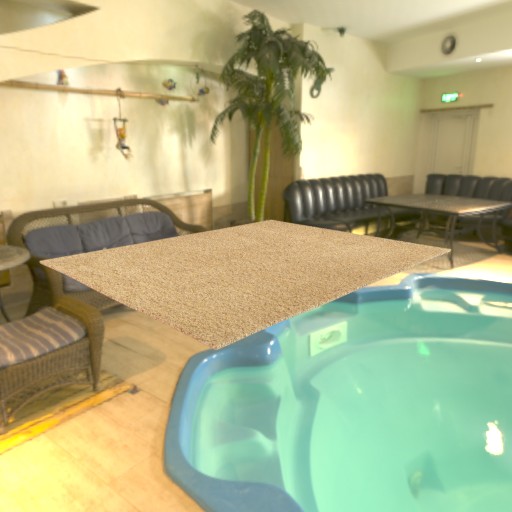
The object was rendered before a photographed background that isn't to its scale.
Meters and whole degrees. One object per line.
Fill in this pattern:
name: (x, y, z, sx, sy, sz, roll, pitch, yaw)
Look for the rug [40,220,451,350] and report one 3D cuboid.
rug: (0.000, 0.000, 4.123, 2.400, 0.025, 3.000, 14, 20, 43)
